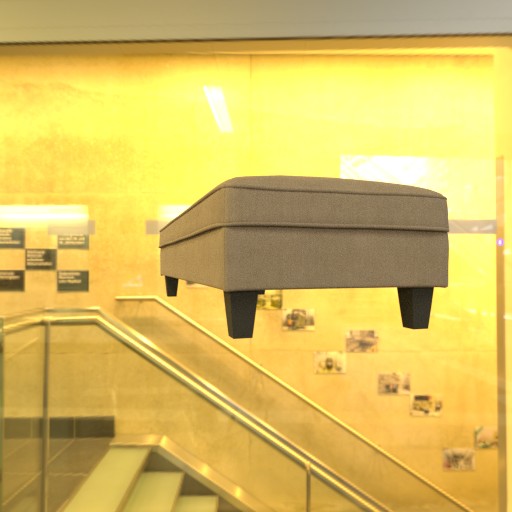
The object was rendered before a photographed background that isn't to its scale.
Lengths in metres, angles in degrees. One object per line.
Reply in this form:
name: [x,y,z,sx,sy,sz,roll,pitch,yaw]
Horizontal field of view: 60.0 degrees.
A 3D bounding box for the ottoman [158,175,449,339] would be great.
ottoman: [0.000,0.000,2.052,0.751,0.470,1.764,0,-1,-17]
